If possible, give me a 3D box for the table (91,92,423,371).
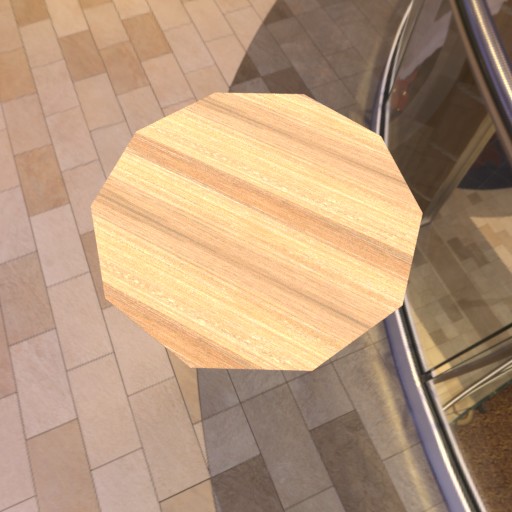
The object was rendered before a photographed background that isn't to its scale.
[{"bbox_3d":[0.000,0.000,1.922,1.186,0.752,1.186,0,64,0],"label":"table"}]
